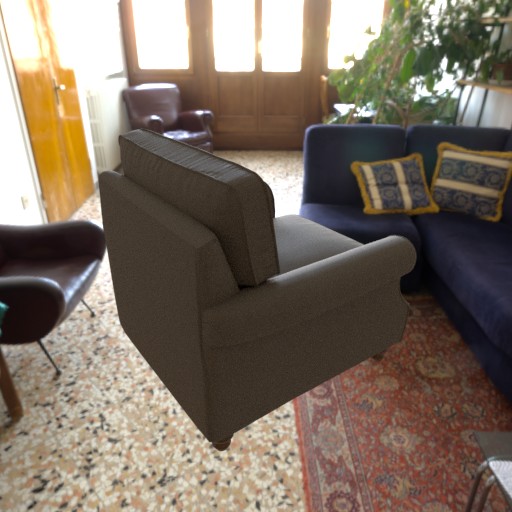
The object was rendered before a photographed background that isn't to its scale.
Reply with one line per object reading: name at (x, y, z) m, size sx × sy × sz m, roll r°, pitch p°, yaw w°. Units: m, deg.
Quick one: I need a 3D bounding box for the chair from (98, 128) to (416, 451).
chair at (0.000, 0.000, 1.802) m, size 0.966 × 0.967 × 1.029 m, roll -18°, pitch 31°, yaw -31°
